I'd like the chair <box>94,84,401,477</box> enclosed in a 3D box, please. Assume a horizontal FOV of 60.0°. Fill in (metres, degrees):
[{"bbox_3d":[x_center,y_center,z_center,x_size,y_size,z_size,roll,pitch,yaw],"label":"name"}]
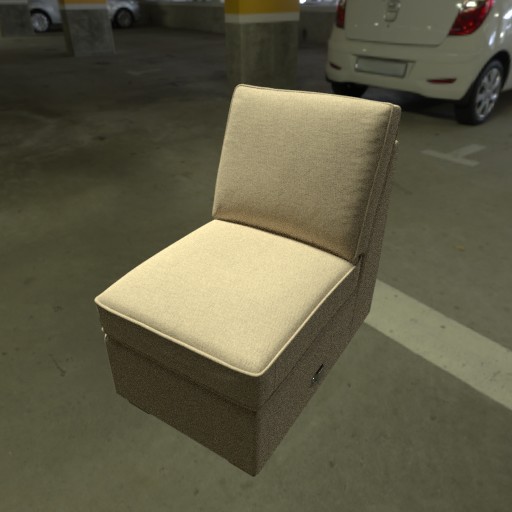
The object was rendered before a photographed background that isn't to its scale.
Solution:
[{"bbox_3d":[0.000,0.000,1.513,0.621,0.970,0.938,18,35,28],"label":"chair"}]
